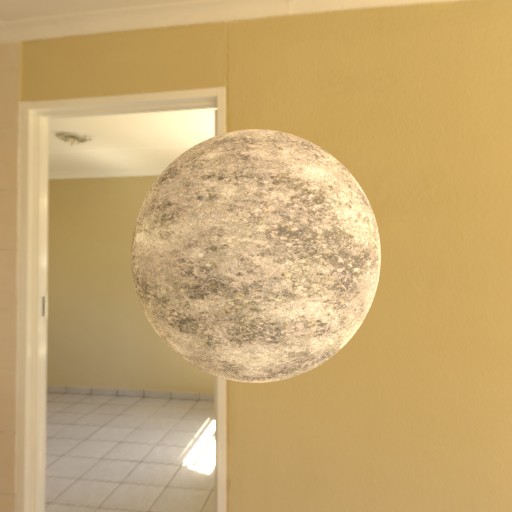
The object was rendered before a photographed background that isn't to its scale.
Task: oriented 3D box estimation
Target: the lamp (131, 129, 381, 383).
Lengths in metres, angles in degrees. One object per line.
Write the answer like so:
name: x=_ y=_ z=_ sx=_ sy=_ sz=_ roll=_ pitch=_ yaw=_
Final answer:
lamp: x=0.000 y=0.000 z=0.778 sx=0.422 sy=0.429 sz=0.422 roll=0 pitch=-1 yaw=0
